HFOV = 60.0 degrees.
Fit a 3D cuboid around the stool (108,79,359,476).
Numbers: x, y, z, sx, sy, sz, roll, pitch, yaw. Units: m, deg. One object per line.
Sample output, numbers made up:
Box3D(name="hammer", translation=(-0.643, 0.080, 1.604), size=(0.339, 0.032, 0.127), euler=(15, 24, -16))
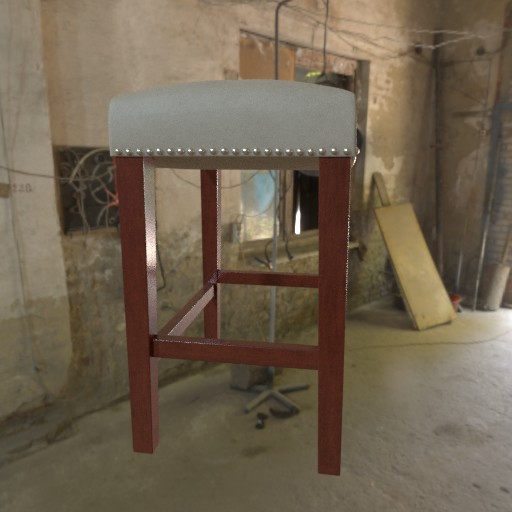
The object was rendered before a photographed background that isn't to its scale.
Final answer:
Box3D(name="stool", translation=(0.000, 0.000, 0.929), size=(0.375, 0.632, 0.509), euler=(2, 13, 9))
